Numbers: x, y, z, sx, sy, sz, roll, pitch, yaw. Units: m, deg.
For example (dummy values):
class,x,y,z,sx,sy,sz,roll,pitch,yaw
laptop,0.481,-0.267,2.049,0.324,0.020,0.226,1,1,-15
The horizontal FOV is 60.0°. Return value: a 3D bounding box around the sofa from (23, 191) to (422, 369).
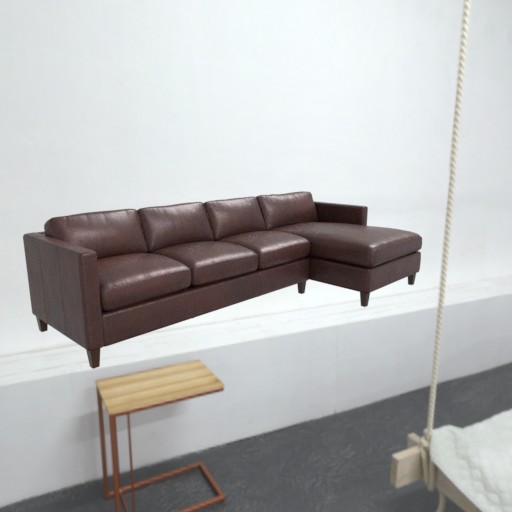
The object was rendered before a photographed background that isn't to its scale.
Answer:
class,x,y,z,sx,sy,sz,roll,pitch,yaw
sofa,0.000,0.000,3.830,1.581,0.883,3.203,13,18,43
